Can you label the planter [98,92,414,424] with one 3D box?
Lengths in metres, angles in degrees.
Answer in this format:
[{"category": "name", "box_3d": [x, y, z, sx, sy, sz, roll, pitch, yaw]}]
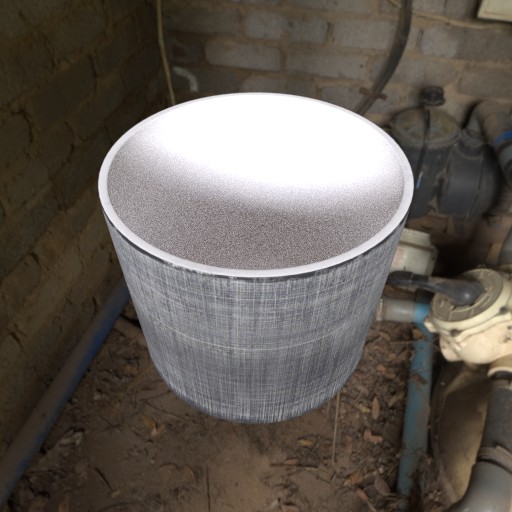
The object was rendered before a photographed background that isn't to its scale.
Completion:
[{"category": "planter", "box_3d": [0.000, 0.000, 0.445, 0.254, 0.221, 0.254, 0, 46, 0]}]
